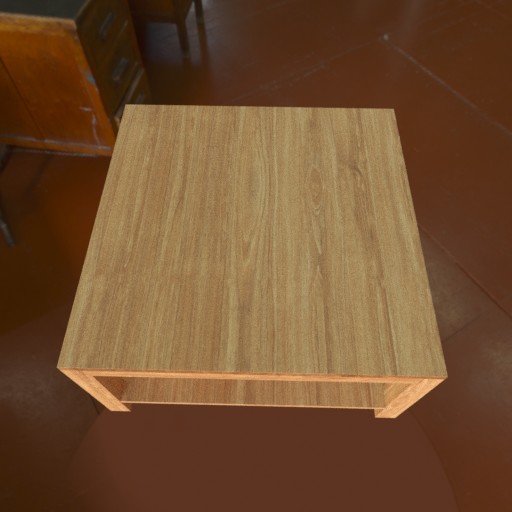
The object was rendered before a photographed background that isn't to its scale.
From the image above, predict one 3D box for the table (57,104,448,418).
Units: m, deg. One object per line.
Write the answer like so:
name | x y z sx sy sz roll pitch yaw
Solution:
table | 0.000 0.000 1.445 0.900 0.450 0.900 1 59 1
